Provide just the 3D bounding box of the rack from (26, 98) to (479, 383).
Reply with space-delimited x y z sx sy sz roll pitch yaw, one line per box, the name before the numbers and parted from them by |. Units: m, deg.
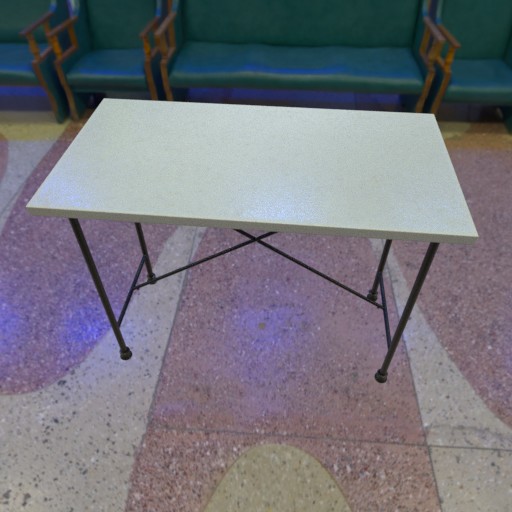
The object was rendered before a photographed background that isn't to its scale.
rack | 0.000 0.000 1.652 1.159 0.880 0.613 4 46 4
